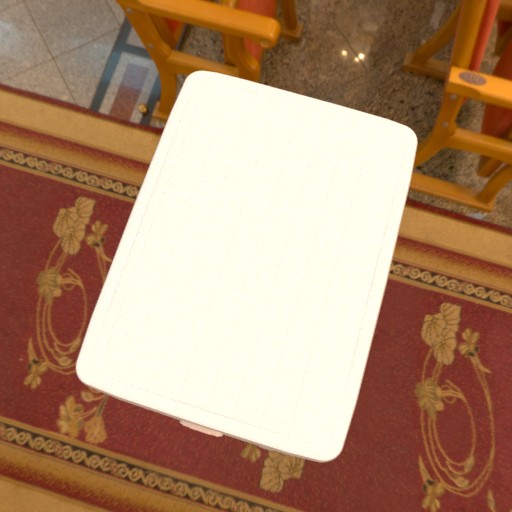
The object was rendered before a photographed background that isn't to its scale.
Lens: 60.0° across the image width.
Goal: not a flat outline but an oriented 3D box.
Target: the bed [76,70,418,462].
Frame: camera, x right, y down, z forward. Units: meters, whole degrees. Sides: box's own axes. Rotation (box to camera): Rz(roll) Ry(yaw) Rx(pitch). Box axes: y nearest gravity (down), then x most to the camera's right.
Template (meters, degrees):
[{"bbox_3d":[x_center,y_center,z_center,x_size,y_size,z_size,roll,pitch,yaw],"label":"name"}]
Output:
[{"bbox_3d":[0.000,0.000,2.628,1.520,0.460,2.036,17,78,4],"label":"bed"}]
